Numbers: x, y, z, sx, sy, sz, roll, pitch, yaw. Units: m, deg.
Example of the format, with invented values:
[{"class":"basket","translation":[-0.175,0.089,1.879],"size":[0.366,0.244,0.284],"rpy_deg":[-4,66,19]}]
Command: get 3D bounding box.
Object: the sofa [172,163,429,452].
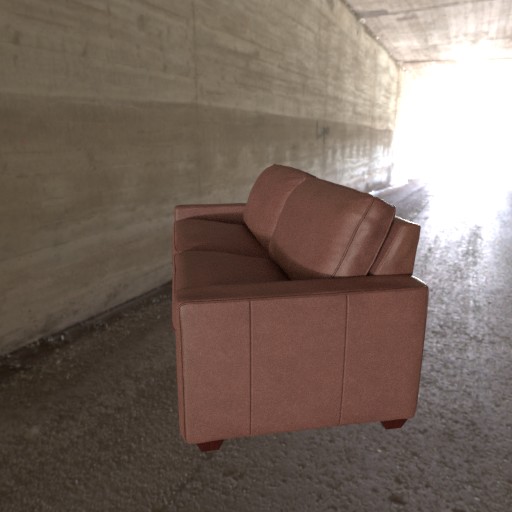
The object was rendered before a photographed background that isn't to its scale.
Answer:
[{"class":"sofa","translation":[0.000,0.000,2.499],"size":[0.940,0.919,2.080],"rpy_deg":[-3,16,-10]}]
